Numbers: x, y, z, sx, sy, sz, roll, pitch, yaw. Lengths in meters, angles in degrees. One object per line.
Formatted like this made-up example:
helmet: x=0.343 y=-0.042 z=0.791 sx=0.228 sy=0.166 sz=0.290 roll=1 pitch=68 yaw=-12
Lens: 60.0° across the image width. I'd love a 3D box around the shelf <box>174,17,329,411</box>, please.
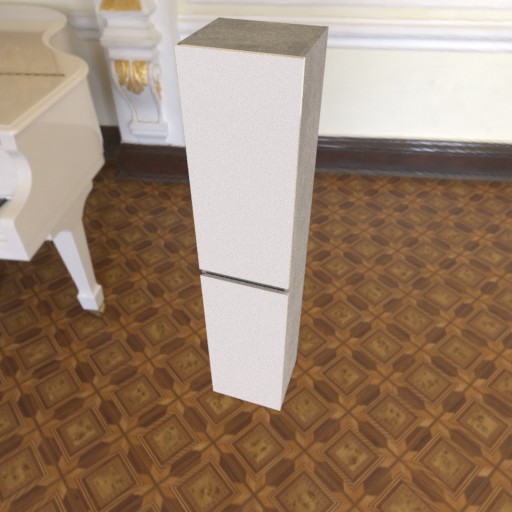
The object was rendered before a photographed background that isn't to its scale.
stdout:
shelf: x=0.000 y=0.000 z=1.522 sx=0.300 sy=1.400 sz=0.270 roll=12 pitch=42 yaw=14
